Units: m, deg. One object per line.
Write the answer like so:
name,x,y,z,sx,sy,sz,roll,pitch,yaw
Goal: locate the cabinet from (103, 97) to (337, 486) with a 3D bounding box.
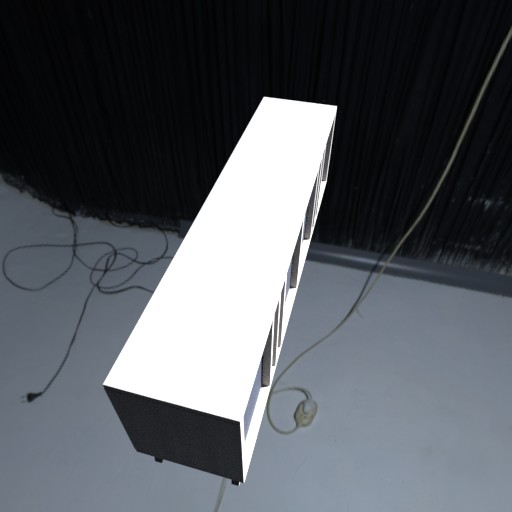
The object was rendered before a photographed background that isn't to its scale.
cabinet,0.000,0.000,2.496,0.499,0.779,2.198,11,47,11
